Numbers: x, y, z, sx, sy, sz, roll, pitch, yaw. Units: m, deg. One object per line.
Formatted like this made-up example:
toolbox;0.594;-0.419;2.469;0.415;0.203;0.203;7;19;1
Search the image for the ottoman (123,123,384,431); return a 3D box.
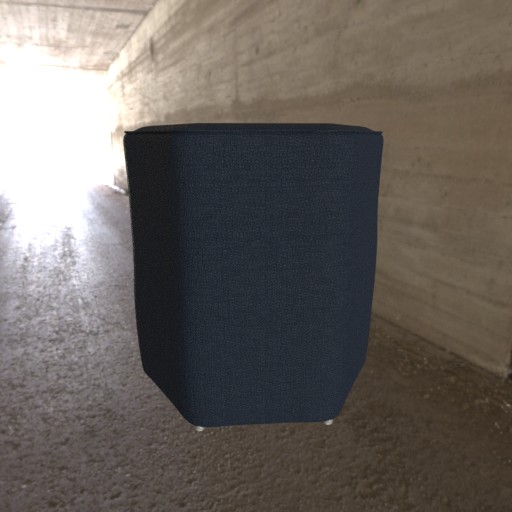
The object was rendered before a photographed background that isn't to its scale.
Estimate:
ottoman;0.000;0.000;0.896;0.454;0.505;0.492;8;17;28
